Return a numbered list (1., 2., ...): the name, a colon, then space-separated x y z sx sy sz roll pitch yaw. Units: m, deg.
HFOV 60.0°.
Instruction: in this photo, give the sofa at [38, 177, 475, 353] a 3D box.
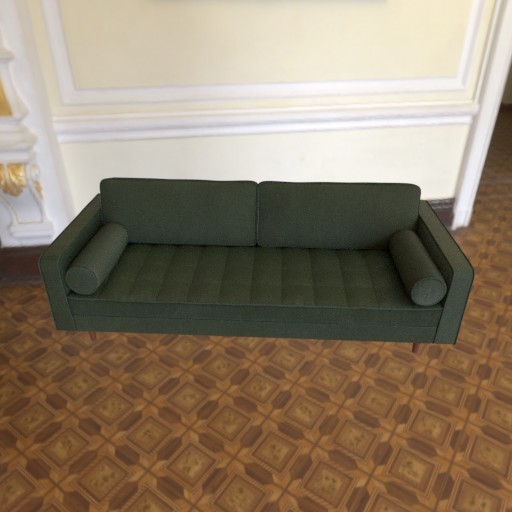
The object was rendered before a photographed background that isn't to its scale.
1. sofa: 0.000 0.000 2.658 2.199 0.769 0.918 2 31 3
